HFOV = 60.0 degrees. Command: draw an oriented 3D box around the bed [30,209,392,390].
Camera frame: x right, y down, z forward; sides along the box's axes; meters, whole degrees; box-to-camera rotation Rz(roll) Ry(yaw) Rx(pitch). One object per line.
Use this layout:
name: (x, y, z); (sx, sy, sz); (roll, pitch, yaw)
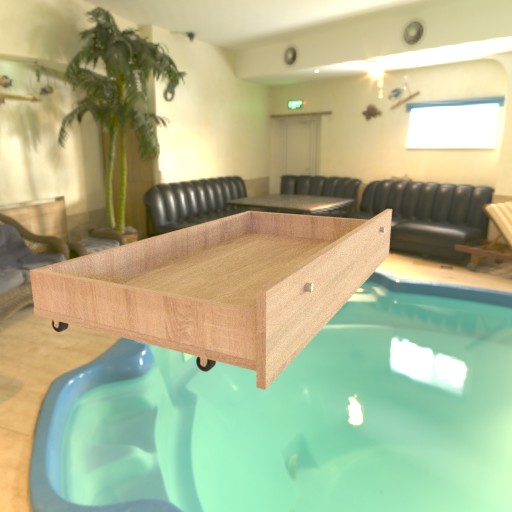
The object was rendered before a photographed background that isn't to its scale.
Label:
bed: (0.000, 0.000, 1.494); (0.685, 0.209, 1.200); (7, 16, 26)
